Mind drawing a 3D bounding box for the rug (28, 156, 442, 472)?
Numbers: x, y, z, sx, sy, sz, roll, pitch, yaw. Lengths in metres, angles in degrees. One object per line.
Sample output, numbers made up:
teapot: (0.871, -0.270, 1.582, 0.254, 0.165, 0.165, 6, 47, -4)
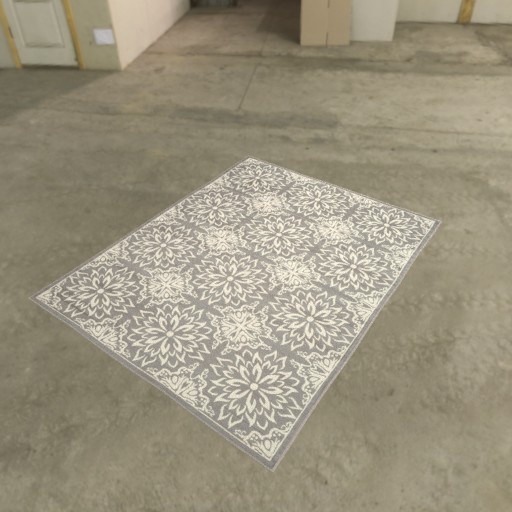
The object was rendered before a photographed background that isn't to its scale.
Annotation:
rug: (0.000, 0.000, 3.952, 2.363, 0.012, 2.980, 25, 46, 26)
